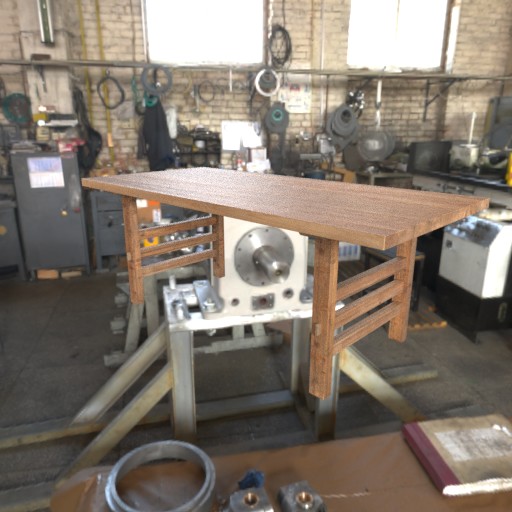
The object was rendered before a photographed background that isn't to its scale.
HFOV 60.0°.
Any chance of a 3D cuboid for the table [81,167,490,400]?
[{"bbox_3d":[0.000,0.000,2.438,2.003,0.760,0.952,16,23,42],"label":"table"}]
